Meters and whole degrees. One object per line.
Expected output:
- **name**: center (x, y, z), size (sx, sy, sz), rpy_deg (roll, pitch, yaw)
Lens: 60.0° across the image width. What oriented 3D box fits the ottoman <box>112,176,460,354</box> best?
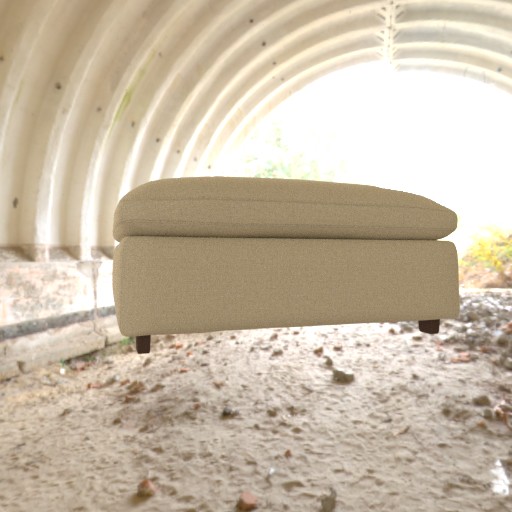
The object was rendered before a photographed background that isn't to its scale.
- **ottoman**: center (0.000, 0.000, 1.586), size (0.977, 0.467, 0.996), rpy_deg (0, 0, -19)
